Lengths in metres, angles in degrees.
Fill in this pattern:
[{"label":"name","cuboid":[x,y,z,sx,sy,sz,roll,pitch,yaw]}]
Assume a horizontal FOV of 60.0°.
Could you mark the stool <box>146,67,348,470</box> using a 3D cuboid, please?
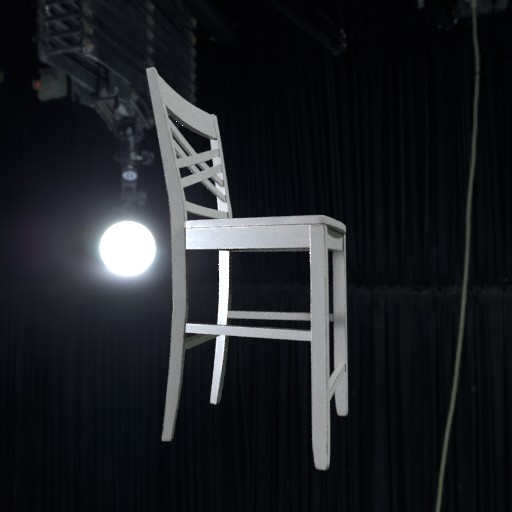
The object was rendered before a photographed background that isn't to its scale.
[{"label":"stool","cuboid":[0.000,0.000,1.403,0.539,1.079,0.462,0,-1,18]}]
